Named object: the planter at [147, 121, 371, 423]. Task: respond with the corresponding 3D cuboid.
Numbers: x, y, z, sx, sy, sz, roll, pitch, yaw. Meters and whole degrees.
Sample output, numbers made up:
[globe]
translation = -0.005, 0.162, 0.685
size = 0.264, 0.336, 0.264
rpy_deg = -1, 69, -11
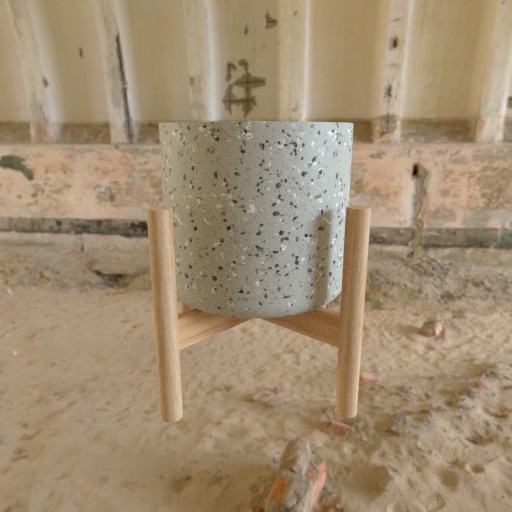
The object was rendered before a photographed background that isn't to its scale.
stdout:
[planter]
translation = 0.000, 0.000, 0.559
size = 0.284, 0.320, 0.284
rpy_deg = -7, 17, -24
